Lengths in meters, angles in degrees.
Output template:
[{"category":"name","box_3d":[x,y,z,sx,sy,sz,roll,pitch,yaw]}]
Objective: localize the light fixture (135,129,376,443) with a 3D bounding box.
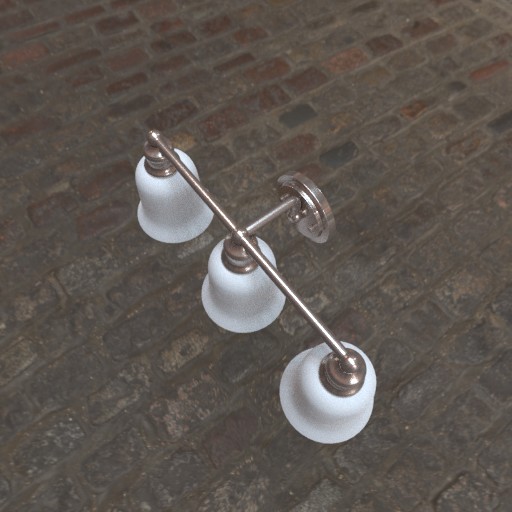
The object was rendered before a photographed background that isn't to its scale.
[{"category":"light fixture","box_3d":[0.000,0.000,0.676,0.198,0.211,0.570,-35,68,-16]}]
